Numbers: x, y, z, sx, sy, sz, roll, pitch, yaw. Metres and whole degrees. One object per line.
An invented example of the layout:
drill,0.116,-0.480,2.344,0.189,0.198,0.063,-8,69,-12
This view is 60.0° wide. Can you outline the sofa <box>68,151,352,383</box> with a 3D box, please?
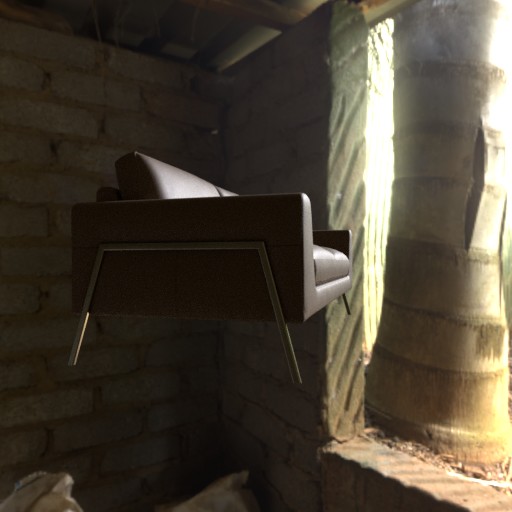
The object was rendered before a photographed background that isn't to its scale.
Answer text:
sofa,0.000,0.000,2.568,0.953,0.875,2.017,0,-1,17
